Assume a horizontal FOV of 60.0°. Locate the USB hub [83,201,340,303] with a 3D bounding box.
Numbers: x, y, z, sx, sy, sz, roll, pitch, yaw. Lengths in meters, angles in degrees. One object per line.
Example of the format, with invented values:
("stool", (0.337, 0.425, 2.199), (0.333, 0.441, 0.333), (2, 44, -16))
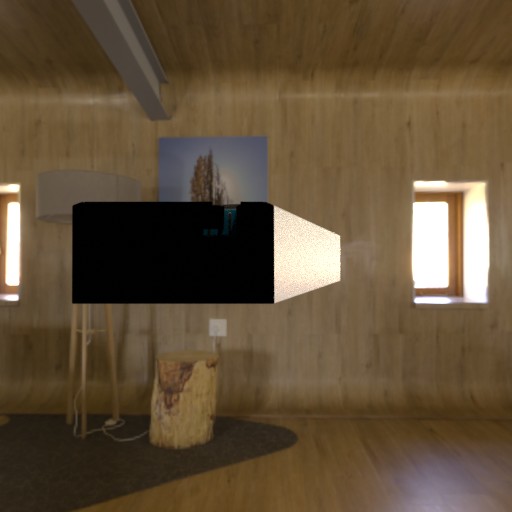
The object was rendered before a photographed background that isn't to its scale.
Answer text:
("USB hub", (0.000, 0.000, 0.160), (0.044, 0.023, 0.145), (0, -1, 18))
